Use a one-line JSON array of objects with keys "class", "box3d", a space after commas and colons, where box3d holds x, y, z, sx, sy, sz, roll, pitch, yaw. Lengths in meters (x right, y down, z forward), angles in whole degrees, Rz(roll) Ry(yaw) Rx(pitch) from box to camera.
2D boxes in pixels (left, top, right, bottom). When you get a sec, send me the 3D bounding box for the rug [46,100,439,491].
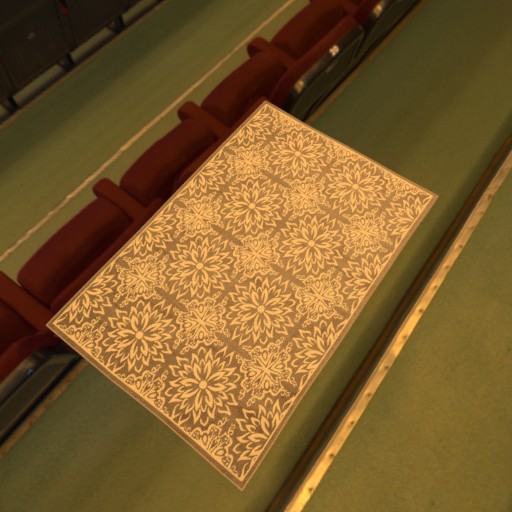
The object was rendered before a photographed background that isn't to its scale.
[{"class": "rug", "box3d": [0.000, 0.000, 2.353, 1.224, 0.012, 1.847, 34, 69, 15]}]
